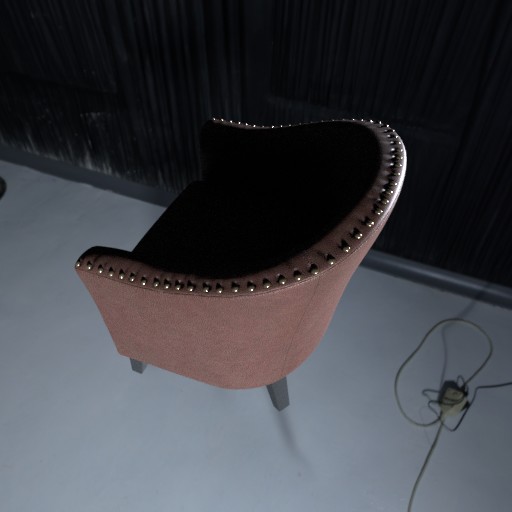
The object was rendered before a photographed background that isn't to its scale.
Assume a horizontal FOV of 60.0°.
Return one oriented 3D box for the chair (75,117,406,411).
[{"bbox_3d":[0.000,0.000,1.431,0.748,0.823,0.794,17,49,15],"label":"chair"}]
